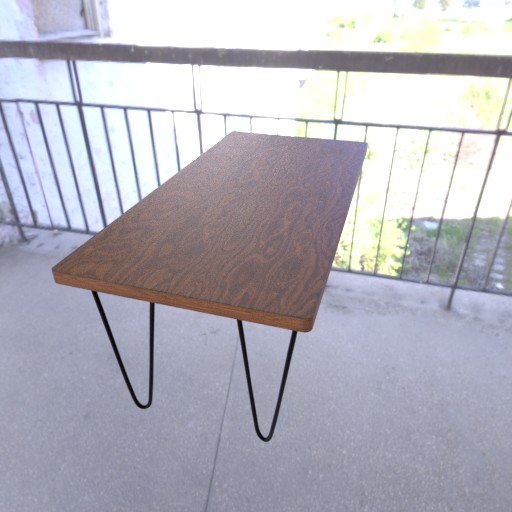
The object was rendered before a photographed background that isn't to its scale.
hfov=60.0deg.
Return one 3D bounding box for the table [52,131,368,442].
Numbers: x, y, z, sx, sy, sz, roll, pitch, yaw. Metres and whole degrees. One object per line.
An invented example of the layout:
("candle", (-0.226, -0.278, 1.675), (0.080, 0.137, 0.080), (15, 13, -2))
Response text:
("table", (0.000, 0.000, 2.277), (0.883, 0.753, 1.791), (9, 32, 15))
